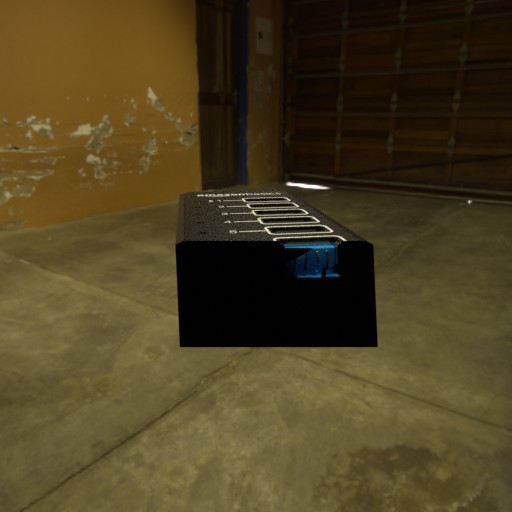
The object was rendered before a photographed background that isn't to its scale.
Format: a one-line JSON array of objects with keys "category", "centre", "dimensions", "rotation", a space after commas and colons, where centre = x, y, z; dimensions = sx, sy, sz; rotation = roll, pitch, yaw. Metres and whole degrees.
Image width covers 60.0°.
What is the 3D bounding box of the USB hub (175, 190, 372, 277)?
[{"category": "USB hub", "centre": [0.000, 0.000, 0.129], "dimensions": [0.044, 0.023, 0.110], "rotation": [-2, 17, -8]}]
